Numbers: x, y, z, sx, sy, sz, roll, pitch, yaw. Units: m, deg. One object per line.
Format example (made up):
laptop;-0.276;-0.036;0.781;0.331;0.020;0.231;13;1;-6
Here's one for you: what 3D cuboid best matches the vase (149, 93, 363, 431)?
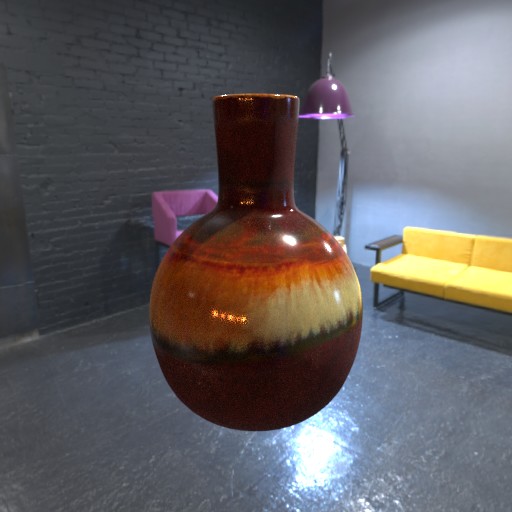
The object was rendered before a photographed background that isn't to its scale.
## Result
vase;0.000;0.000;0.229;0.111;0.154;0.111;0;15;0
